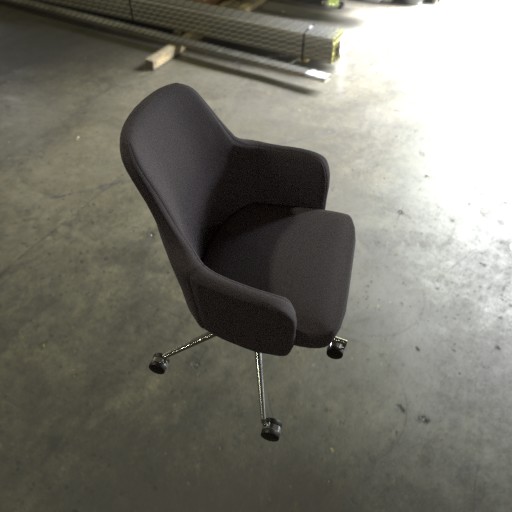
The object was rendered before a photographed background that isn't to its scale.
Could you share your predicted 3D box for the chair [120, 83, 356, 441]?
[{"bbox_3d":[0.000,0.000,1.227,0.600,0.820,0.655,11,47,10],"label":"chair"}]
